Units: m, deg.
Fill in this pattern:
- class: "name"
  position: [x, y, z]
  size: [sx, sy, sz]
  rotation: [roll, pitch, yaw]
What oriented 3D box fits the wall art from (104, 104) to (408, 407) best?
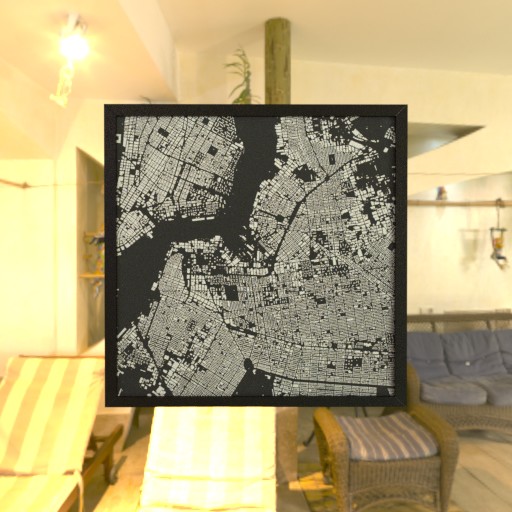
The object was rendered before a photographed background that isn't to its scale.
- class: "wall art"
  position: [0.000, 0.000, 0.759]
  size: [0.506, 0.506, 0.038]
  rotation: [0, 1, 0]
